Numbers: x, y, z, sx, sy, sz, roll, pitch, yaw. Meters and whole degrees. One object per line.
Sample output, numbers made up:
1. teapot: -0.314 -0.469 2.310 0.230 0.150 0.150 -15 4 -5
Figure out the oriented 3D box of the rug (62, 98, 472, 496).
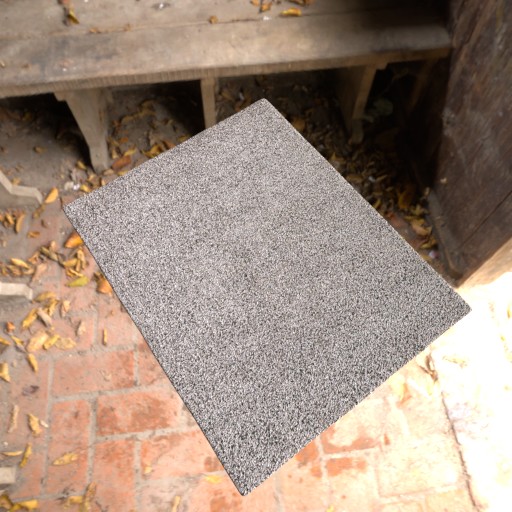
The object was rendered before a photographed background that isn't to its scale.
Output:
1. rug: 0.000 0.000 4.056 2.438 0.029 3.047 -33 68 -15
